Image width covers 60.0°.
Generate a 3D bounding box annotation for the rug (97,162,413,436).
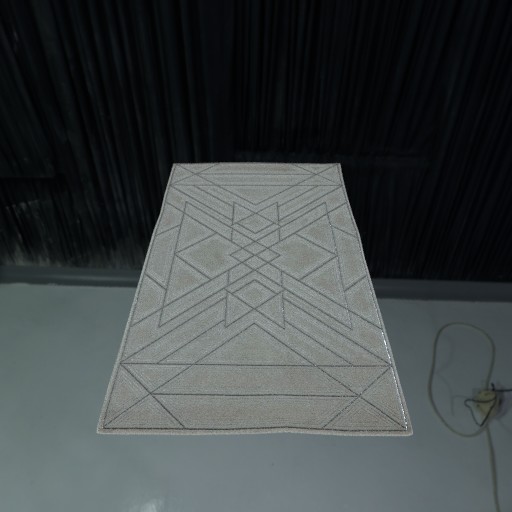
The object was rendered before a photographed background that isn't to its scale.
[{"bbox_3d":[0.000,0.000,1.037,0.511,0.008,0.869,0,41,0],"label":"rug"}]
